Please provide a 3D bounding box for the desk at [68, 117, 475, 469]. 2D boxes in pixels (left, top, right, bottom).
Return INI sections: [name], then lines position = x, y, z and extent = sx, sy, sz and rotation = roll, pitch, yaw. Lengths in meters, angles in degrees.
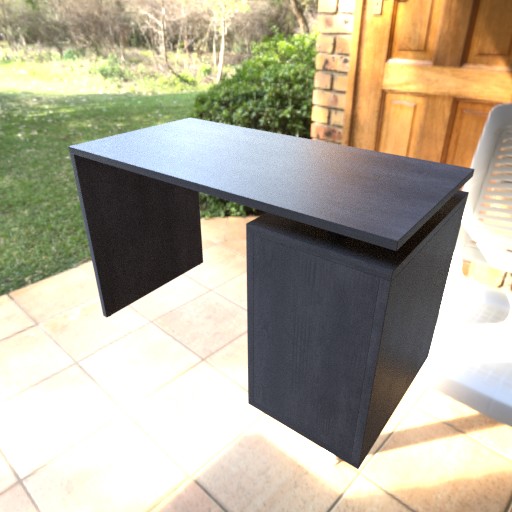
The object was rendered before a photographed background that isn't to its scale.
[desk]
position = 0.000, 0.000, 1.625
extent = 1.200, 0.740, 0.600
rotation = 20, 35, 32
